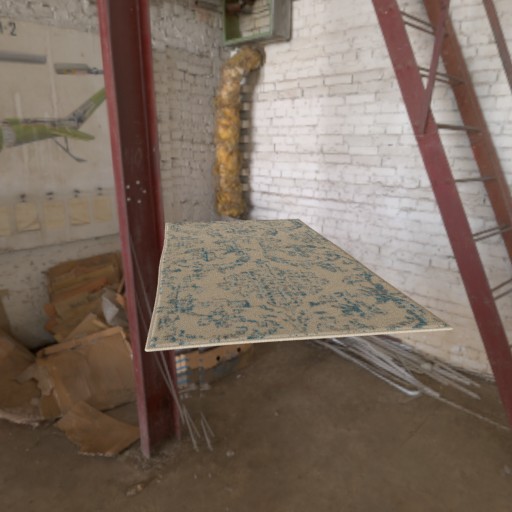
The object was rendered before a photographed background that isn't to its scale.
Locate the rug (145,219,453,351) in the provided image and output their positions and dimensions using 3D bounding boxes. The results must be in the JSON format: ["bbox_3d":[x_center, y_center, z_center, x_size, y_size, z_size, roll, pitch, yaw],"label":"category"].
[{"bbox_3d":[0.000,0.000,1.420,0.605,0.007,1.220,-2,15,-9],"label":"rug"}]
